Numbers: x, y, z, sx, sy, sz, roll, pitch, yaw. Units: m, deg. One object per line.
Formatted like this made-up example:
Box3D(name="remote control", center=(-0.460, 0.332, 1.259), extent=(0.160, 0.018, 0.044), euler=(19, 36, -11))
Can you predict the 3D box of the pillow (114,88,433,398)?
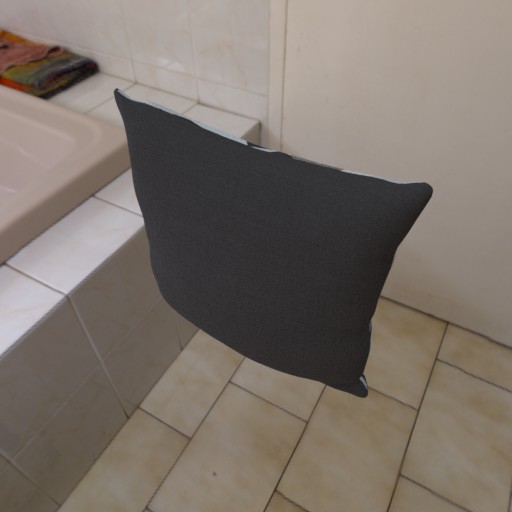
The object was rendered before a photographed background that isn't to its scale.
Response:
Box3D(name="pillow", center=(0.000, 0.000, 0.762), extent=(0.503, 0.496, 0.208), euler=(24, 51, 22))
